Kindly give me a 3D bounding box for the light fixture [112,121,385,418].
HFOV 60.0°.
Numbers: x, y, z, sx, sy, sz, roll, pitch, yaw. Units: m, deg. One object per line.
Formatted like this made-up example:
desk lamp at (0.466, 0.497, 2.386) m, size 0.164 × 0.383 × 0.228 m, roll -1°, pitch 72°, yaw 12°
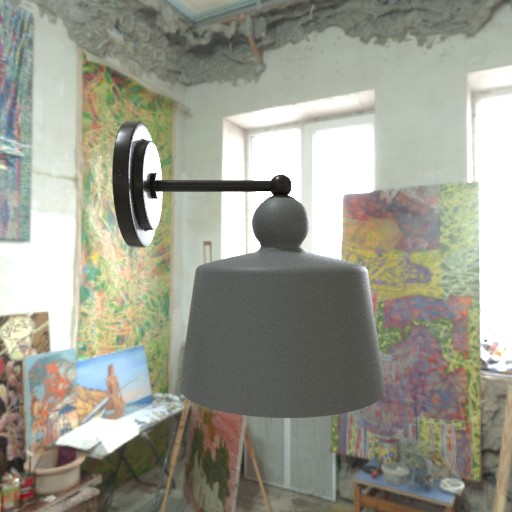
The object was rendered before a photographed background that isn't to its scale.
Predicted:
light fixture at (0.000, 0.000, 0.452) m, size 0.254 × 0.268 × 0.204 m, roll 0°, pitch -1°, yaw -1°
